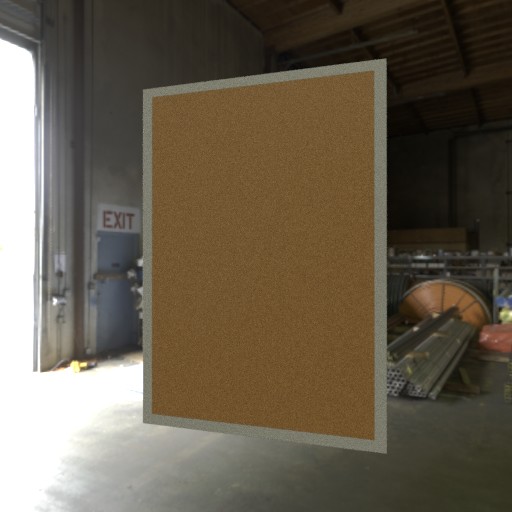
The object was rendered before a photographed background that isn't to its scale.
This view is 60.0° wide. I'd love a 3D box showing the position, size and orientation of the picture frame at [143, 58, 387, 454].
[{"bbox_3d":[0.000,0.000,0.538,0.305,0.434,0.013,0,0,17],"label":"picture frame"}]
